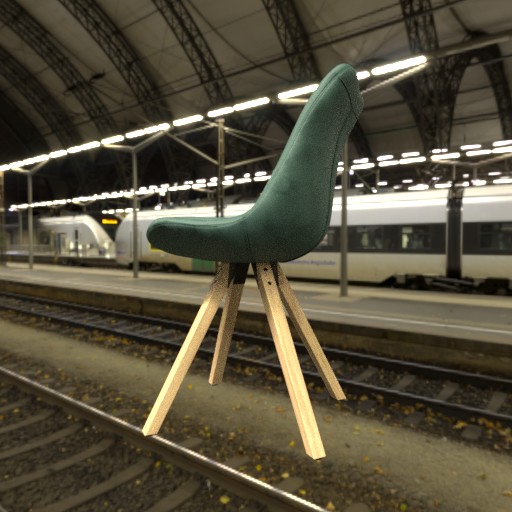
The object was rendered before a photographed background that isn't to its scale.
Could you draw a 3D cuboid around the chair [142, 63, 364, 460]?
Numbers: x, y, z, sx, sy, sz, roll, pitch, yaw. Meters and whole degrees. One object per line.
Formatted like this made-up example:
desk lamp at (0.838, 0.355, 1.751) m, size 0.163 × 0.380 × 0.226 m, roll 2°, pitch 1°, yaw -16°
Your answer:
chair at (0.000, 0.000, 1.195) m, size 0.547 × 0.865 × 0.483 m, roll 1°, pitch 2°, yaw 18°
